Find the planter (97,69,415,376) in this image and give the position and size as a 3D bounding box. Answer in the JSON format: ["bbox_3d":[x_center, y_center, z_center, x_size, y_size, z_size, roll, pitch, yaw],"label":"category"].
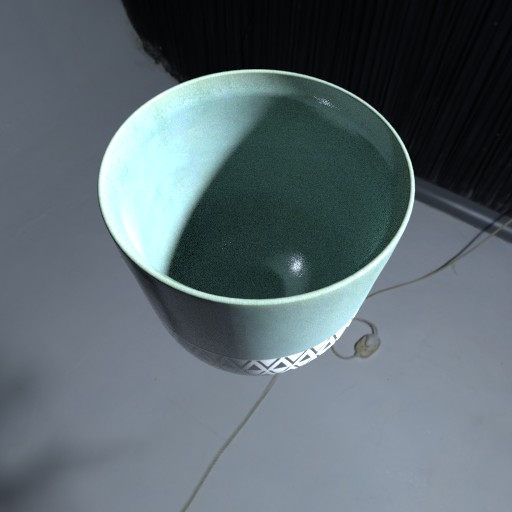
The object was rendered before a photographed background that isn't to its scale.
[{"bbox_3d":[0.000,0.000,0.370,0.198,0.214,0.198,0,57,0],"label":"planter"}]
